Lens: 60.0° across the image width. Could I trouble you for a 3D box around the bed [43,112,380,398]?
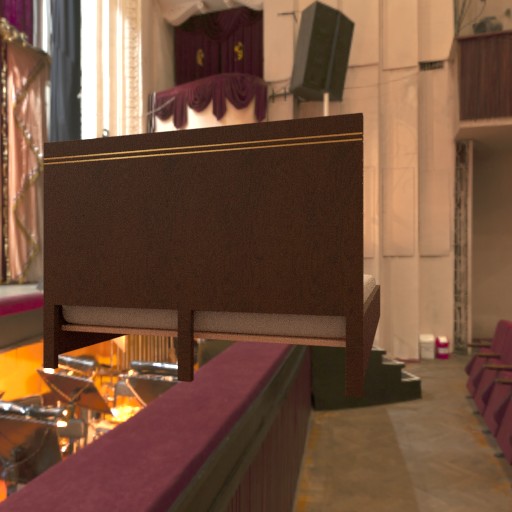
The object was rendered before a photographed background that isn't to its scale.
[{"bbox_3d":[0.000,0.000,3.114,1.613,1.169,2.221,0,0,17],"label":"bed"}]
